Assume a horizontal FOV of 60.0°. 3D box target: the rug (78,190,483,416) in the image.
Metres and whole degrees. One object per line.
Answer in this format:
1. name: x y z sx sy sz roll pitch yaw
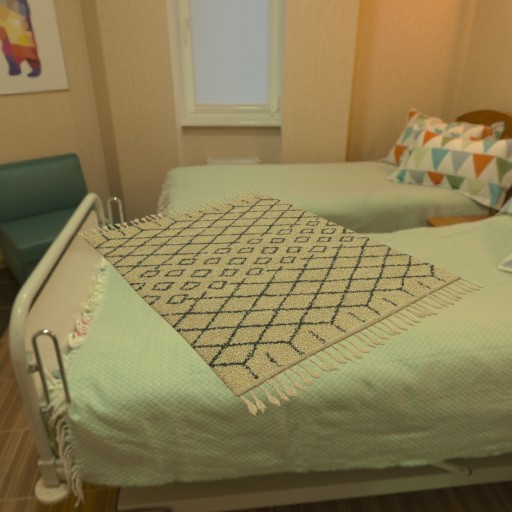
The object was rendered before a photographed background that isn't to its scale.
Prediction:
1. rug: 0.000 0.000 4.228 2.388 0.030 3.213 -19 32 -32
